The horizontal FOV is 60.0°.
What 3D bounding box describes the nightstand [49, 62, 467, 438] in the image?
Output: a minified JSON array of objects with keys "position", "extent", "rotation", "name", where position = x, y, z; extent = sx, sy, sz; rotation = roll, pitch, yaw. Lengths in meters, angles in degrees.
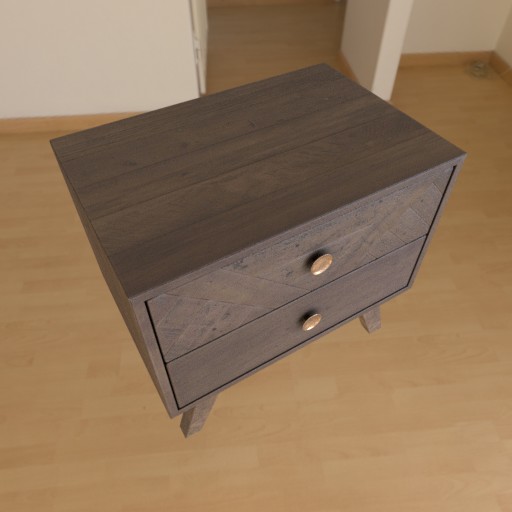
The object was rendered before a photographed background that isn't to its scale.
[{"position":[0.000,0.000,1.045],"extent":[0.650,0.599,0.450],"rotation":[-24,52,-20],"name":"nightstand"}]
